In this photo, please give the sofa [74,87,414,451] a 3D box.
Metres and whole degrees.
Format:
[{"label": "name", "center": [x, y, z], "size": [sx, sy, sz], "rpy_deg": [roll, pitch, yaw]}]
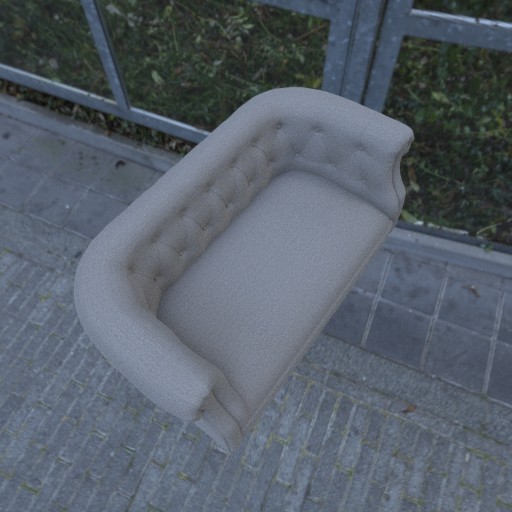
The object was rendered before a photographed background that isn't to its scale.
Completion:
[{"label": "sofa", "center": [0.000, 0.000, 2.044], "size": [0.835, 0.827, 1.558], "rpy_deg": [33, 64, 18]}]
